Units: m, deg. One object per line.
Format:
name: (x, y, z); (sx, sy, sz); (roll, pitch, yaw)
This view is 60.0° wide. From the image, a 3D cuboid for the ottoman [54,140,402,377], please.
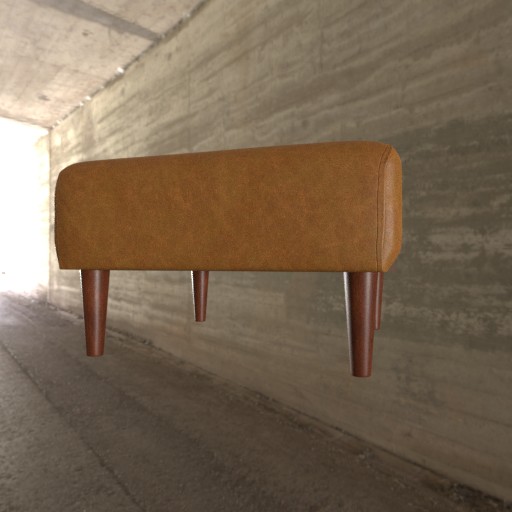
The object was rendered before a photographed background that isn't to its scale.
ottoman: (0.000, 0.000, 1.053); (0.650, 0.399, 0.650); (0, 0, 17)
